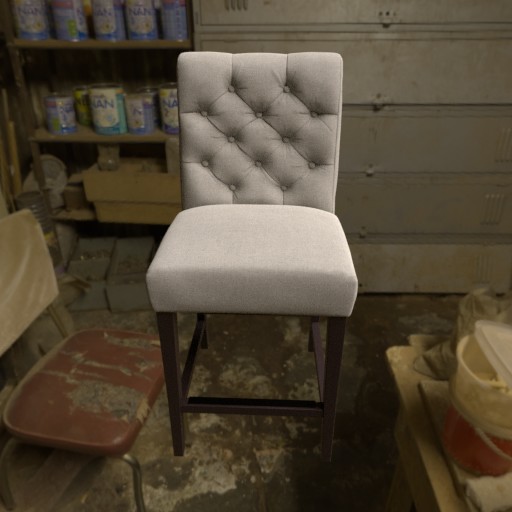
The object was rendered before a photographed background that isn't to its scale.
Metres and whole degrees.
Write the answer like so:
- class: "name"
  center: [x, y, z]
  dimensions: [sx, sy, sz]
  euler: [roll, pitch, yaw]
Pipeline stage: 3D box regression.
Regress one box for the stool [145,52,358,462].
- class: "stool"
  center: [0.000, 0.000, 1.284]
  dimensions: [0.493, 1.040, 0.601]
  euler: [1, 29, 2]
